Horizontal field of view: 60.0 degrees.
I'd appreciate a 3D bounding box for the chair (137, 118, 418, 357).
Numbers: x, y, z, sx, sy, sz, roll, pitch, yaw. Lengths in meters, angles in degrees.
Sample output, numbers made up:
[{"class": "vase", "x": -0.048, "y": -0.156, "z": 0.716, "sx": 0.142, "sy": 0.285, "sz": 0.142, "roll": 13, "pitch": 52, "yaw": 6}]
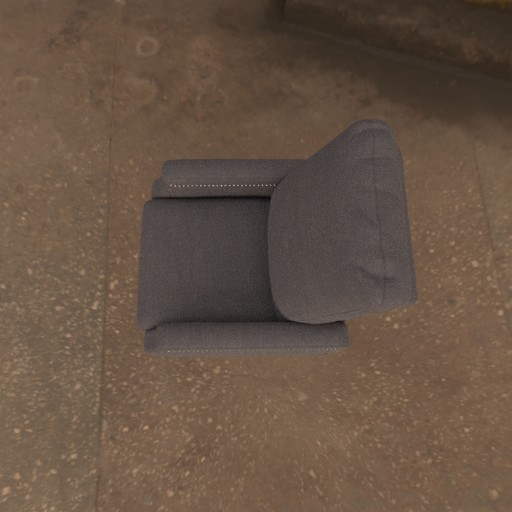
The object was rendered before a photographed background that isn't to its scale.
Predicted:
[{"class": "chair", "x": 0.000, "y": 0.000, "z": 1.677, "sx": 0.922, "sy": 1.049, "sz": 0.710, "roll": -1, "pitch": 75, "yaw": 0}]
